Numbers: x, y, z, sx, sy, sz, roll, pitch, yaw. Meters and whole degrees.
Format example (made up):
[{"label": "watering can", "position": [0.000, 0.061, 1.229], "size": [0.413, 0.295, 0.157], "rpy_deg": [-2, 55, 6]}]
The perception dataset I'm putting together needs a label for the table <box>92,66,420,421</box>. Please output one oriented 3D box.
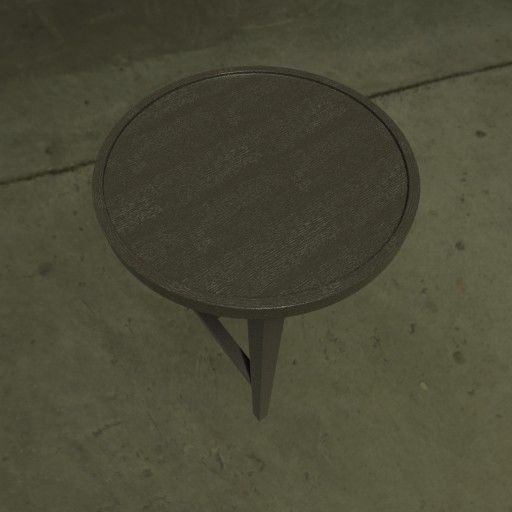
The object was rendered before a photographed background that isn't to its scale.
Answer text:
[{"label": "table", "position": [0.000, 0.000, 0.910], "size": [0.500, 0.531, 0.500], "rpy_deg": [0, 57, 0]}]
